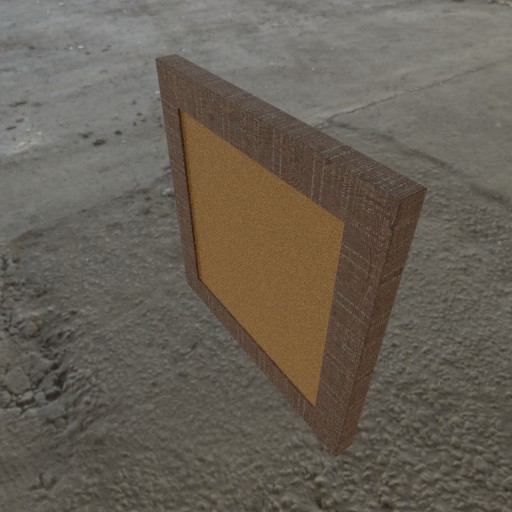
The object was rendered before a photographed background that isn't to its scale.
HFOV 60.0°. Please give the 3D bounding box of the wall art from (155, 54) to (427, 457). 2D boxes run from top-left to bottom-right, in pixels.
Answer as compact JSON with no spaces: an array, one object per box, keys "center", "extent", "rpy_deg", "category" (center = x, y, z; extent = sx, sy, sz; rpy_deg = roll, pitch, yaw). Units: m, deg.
[{"center":[0.000,0.000,0.768],"extent":[0.040,0.531,0.531],"rpy_deg":[-25,47,-26],"category":"wall art"}]
